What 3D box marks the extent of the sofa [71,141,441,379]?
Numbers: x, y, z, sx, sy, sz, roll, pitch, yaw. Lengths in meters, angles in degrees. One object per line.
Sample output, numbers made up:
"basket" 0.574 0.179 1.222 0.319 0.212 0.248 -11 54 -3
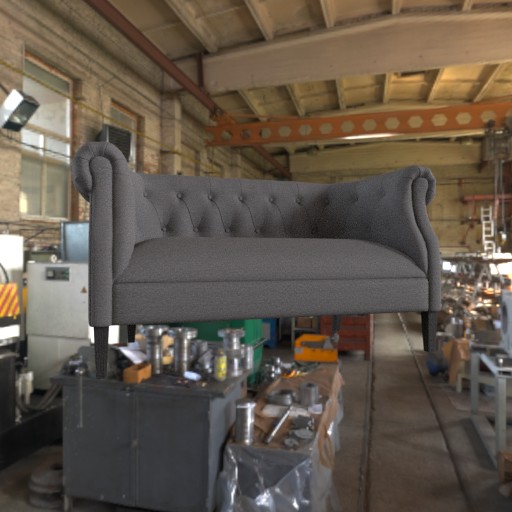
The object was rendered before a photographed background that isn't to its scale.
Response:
"sofa" 0.000 0.000 2.059 1.558 0.827 0.835 0 0 -18
